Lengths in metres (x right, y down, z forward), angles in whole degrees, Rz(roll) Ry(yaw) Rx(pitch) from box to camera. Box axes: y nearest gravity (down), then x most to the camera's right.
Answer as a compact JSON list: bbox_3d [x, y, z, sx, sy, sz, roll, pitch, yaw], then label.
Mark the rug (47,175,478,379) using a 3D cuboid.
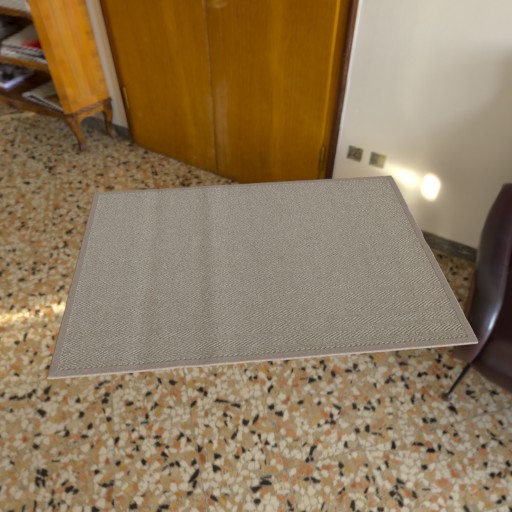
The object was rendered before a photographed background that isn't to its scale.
[{"bbox_3d":[0.000,0.000,2.865,2.290,0.021,1.540,-4,46,-4],"label":"rug"}]
